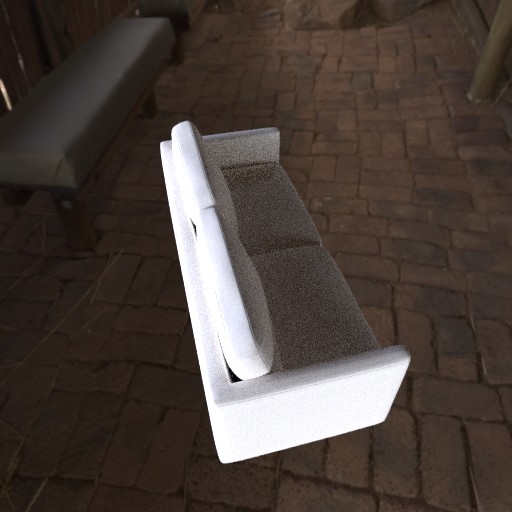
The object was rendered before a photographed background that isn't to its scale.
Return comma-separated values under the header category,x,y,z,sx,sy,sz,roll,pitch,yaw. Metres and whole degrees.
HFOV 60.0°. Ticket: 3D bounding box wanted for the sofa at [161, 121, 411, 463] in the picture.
category,x,y,z,sx,sy,sz,roll,pitch,yaw
sofa,0.000,0.000,2.760,0.924,0.933,2.139,-10,46,-10
